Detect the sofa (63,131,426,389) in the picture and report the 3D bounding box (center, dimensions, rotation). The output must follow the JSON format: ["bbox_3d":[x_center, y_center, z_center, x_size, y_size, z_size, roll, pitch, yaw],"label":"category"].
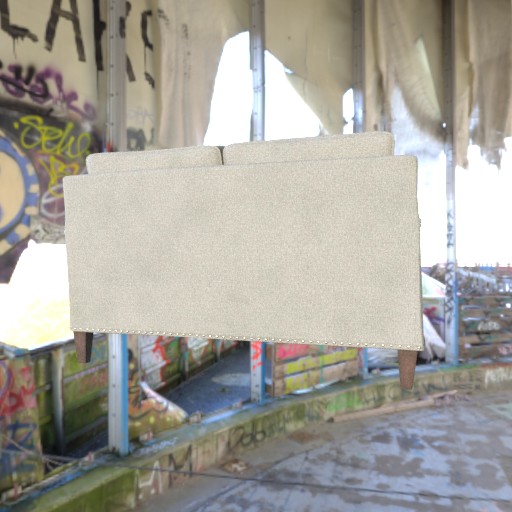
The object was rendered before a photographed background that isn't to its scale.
[{"bbox_3d":[0.000,0.000,2.277,1.597,1.003,1.084,0,0,16],"label":"sofa"}]
